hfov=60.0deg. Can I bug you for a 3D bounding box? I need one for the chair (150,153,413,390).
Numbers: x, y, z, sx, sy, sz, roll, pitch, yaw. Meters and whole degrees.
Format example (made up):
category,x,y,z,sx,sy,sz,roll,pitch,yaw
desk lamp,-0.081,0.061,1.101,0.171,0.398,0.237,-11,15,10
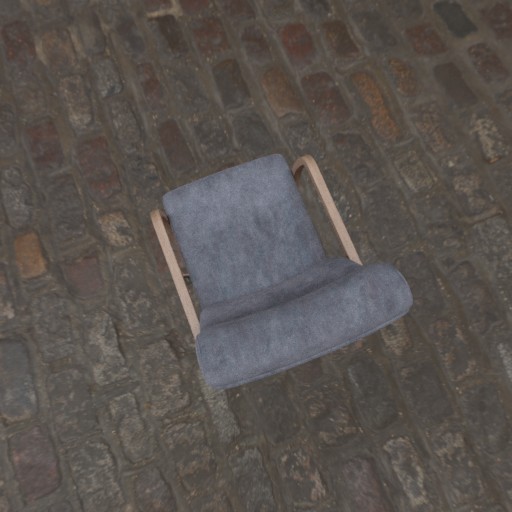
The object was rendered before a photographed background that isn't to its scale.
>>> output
category,x,y,z,sx,sy,sz,roll,pitch,yaw
chair,0.000,0.000,1.507,0.640,1.029,0.741,-21,77,-5
